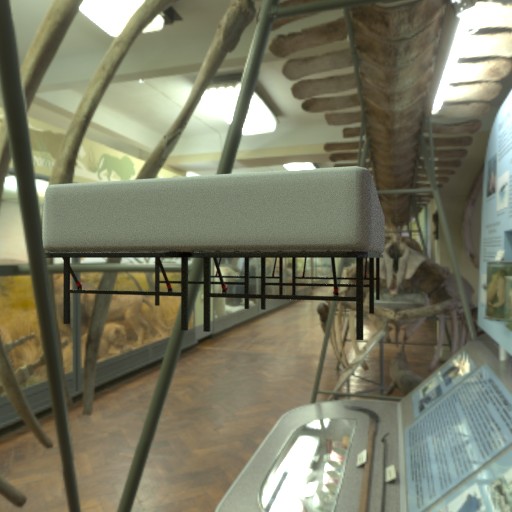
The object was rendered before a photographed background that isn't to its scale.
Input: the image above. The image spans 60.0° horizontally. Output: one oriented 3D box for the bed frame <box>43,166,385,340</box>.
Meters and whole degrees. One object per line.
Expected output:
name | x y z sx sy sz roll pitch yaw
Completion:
bed frame | 0.000 0.000 2.823 1.528 0.677 2.037 0 0 18
